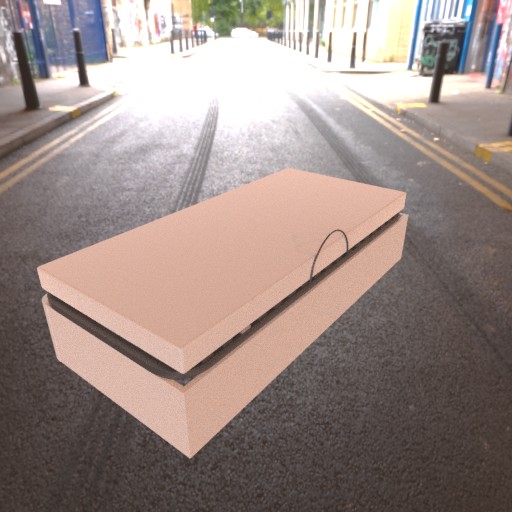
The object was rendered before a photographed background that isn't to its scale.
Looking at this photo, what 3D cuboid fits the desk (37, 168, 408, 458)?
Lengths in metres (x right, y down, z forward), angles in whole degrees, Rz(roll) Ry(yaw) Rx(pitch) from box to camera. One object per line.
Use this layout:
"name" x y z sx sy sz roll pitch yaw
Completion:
"desk" 0.000 0.000 2.326 0.900 0.526 1.900 20 33 33
